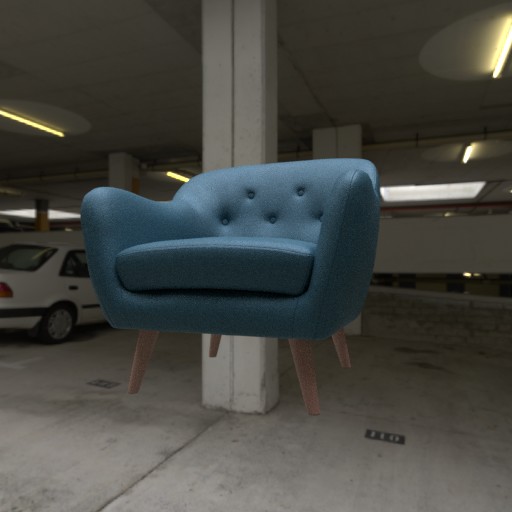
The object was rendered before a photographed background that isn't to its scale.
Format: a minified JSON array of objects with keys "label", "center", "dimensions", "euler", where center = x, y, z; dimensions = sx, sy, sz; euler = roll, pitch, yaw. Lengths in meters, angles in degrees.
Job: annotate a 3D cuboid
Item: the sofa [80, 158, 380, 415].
[{"label":"sofa","center":[0.000,0.000,1.525],"dimensions":[0.836,0.817,0.825],"euler":[0,-1,20]}]
